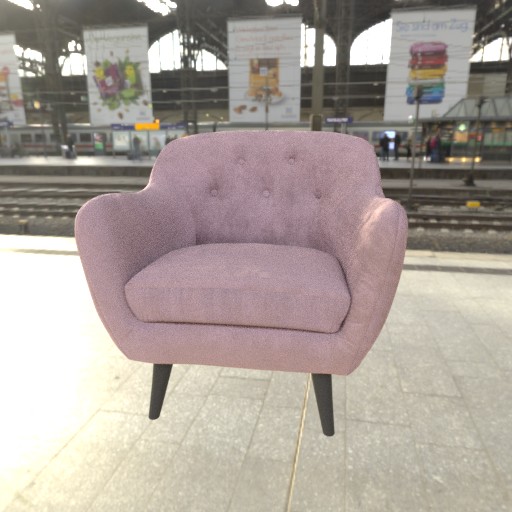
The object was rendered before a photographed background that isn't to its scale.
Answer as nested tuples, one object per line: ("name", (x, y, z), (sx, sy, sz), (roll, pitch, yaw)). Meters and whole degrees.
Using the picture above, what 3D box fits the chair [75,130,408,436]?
("chair", (0.000, 0.000, 1.471), (0.840, 0.820, 0.820), (2, 15, 8))
